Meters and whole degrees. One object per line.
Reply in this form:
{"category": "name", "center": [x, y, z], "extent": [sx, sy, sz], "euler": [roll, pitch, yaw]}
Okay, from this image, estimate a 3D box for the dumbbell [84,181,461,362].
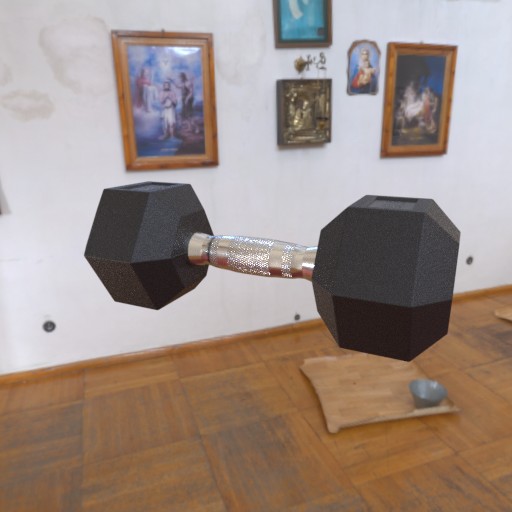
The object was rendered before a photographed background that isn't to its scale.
{"category": "dumbbell", "center": [0.000, 0.000, 0.433], "extent": [0.356, 0.123, 0.141], "euler": [7, 18, 24]}
